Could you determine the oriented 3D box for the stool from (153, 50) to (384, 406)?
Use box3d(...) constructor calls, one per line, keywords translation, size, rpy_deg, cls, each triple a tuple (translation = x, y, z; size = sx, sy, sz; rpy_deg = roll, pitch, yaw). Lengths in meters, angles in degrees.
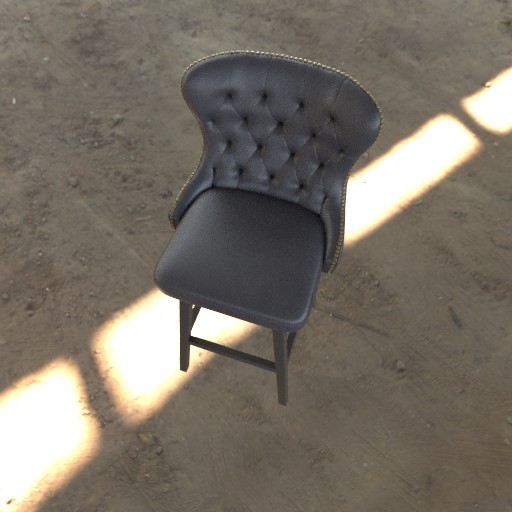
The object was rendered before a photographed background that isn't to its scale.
box3d(translation=(0.000, 0.000, 1.422), size=(0.528, 1.050, 0.601), rpy_deg=(16, 60, 9), cls="stool")
